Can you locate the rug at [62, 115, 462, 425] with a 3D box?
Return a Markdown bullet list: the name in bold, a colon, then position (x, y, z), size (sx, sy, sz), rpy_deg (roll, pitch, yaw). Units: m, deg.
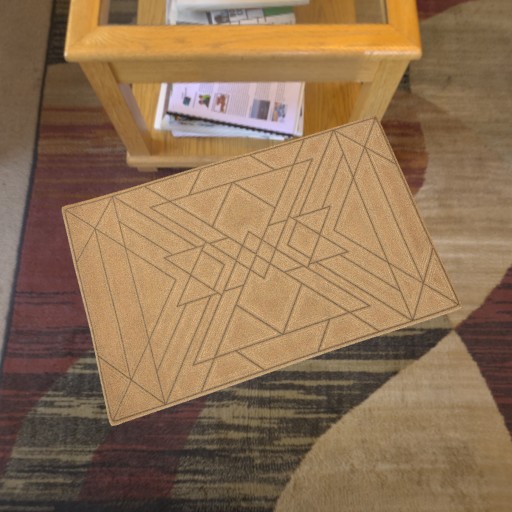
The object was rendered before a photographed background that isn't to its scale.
- **rug**: position (0.000, 0.000, 3.117), size (2.459, 0.023, 1.575), rpy_deg (-17, 76, -5)
